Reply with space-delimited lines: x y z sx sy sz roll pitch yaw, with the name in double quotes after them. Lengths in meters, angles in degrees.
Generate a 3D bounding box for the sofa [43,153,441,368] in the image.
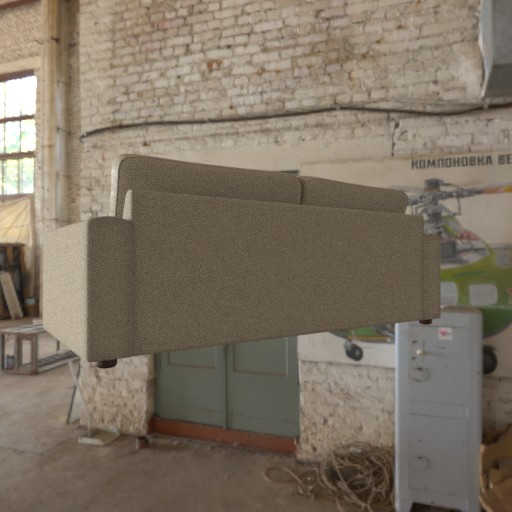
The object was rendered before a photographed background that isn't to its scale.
0.000 0.000 2.638 2.179 0.873 1.016 0 0 -34 "sofa"
